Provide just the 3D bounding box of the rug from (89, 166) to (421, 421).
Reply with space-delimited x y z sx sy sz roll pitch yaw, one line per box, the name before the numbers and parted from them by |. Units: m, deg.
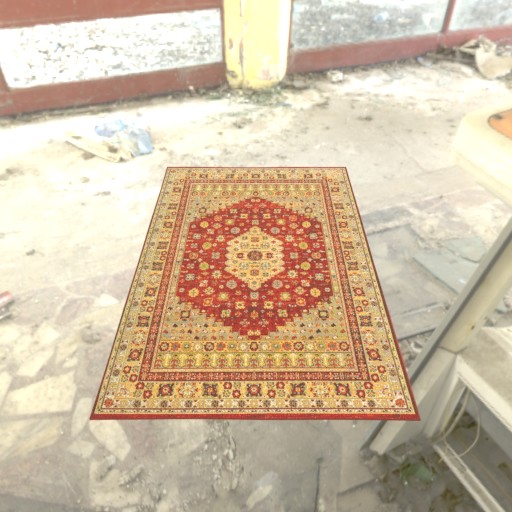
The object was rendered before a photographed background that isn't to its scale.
rug | 0.000 0.000 2.275 1.194 0.013 1.802 0 41 0
